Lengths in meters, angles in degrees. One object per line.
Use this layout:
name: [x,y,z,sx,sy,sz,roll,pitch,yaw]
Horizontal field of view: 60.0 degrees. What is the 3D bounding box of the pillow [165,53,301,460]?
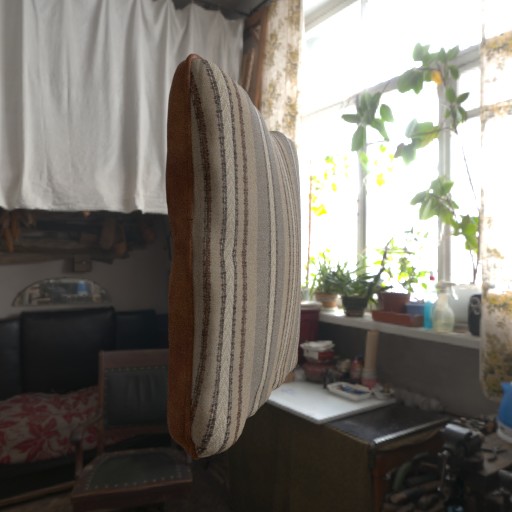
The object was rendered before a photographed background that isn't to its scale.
pillow: [0.000,0.000,0.735,0.130,0.490,0.489,0,0,17]
